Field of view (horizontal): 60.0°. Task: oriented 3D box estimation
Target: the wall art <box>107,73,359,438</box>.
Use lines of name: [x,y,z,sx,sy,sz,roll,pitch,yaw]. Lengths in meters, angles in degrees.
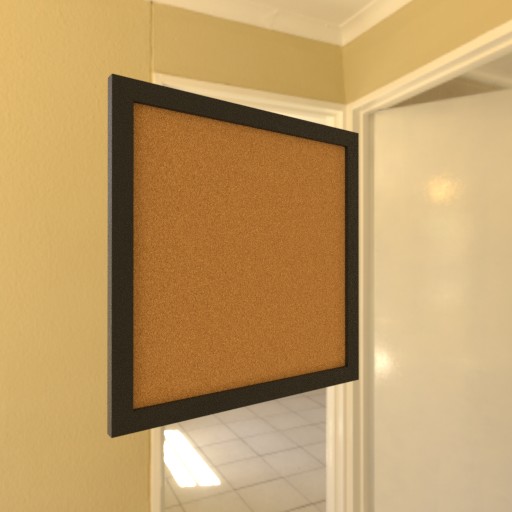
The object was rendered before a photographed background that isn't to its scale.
wall art: [0.000,0.000,1.545,1.016,1.016,0.038,0,0,-36]
